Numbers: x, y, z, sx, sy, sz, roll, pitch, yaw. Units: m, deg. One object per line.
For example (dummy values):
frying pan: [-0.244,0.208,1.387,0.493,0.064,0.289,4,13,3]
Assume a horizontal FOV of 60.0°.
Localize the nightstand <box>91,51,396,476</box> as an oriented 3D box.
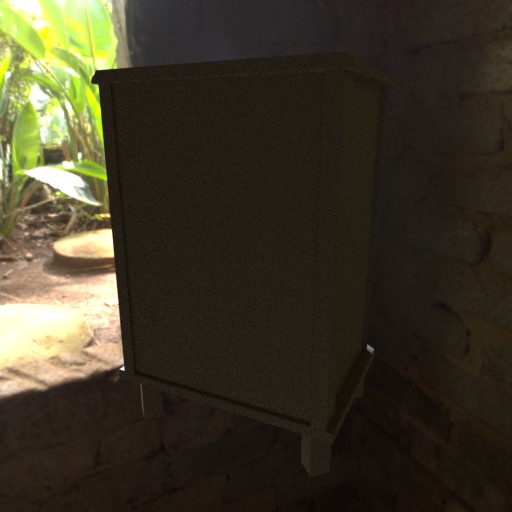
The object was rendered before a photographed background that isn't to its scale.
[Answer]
nightstand: [0.000,0.000,0.893,0.450,0.680,0.350,8,18,25]
